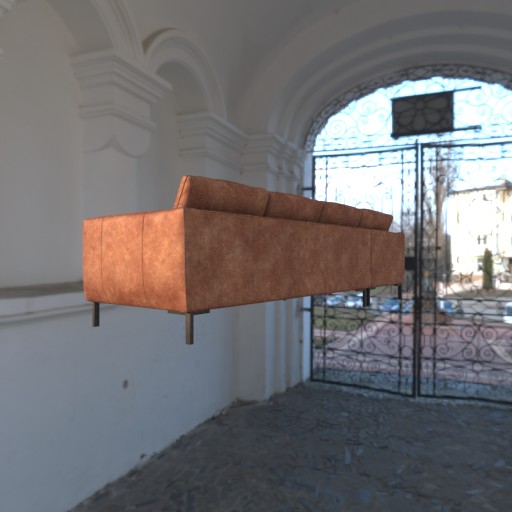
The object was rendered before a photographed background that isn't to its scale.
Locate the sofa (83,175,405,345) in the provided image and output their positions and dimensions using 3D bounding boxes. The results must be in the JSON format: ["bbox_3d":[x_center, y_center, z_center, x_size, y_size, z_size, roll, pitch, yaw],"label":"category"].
[{"bbox_3d":[0.000,0.000,3.697,1.471,0.859,2.993,0,0,38],"label":"sofa"}]
